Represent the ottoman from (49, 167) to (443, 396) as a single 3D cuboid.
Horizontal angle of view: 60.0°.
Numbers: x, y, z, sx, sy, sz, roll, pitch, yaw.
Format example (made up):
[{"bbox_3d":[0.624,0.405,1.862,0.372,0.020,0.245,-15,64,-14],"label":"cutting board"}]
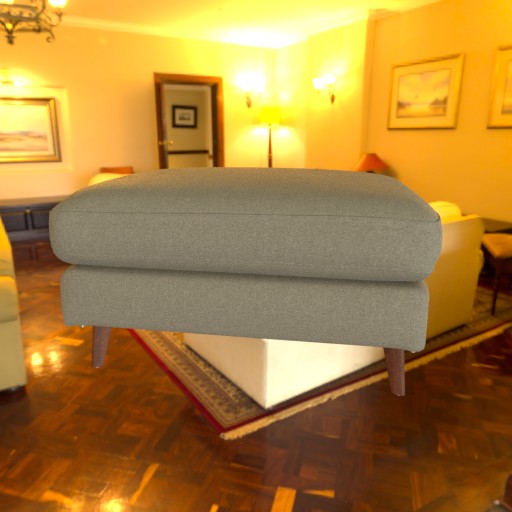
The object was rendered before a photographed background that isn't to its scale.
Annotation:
[{"bbox_3d":[0.000,0.000,1.164,0.811,0.449,0.608,3,16,9],"label":"ottoman"}]
